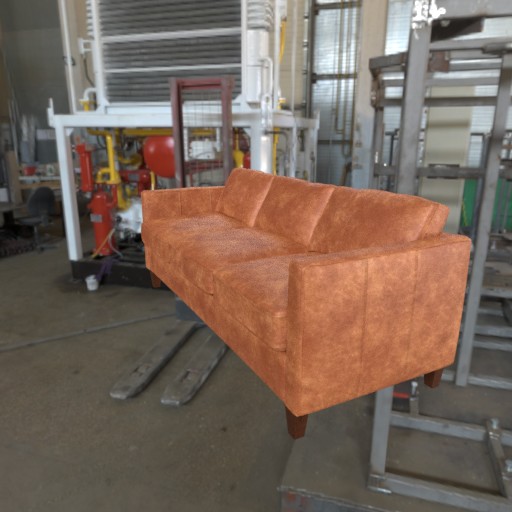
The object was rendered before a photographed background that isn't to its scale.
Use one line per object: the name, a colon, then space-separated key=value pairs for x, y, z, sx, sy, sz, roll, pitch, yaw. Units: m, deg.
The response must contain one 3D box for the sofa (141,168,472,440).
sofa: x=0.000 y=0.000 z=2.975 sx=1.045 sy=1.006 sz=2.464 roll=-8 pitch=18 yaw=-27
